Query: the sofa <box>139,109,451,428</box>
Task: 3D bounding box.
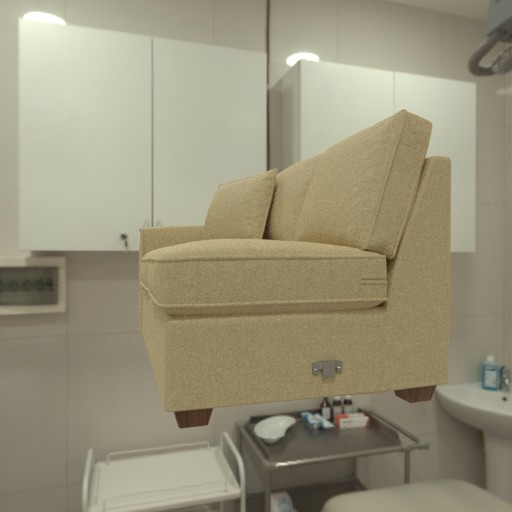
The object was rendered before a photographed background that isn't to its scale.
[{"bbox_3d":[0.000,0.000,1.997,0.991,0.989,1.388,0,0,-17],"label":"sofa"}]
